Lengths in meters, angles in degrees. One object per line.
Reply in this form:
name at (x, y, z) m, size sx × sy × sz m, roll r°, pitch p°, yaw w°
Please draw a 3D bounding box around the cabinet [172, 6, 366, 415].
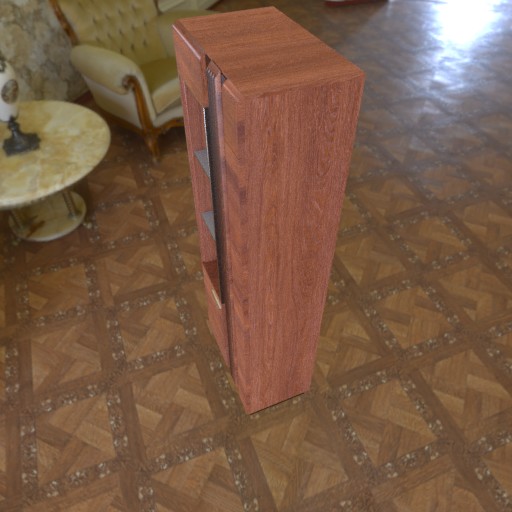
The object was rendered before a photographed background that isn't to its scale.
cabinet at (0.000, 0.000, 2.156) m, size 0.420 × 1.980 × 0.660 m, roll -17°, pitch 48°, yaw -16°
